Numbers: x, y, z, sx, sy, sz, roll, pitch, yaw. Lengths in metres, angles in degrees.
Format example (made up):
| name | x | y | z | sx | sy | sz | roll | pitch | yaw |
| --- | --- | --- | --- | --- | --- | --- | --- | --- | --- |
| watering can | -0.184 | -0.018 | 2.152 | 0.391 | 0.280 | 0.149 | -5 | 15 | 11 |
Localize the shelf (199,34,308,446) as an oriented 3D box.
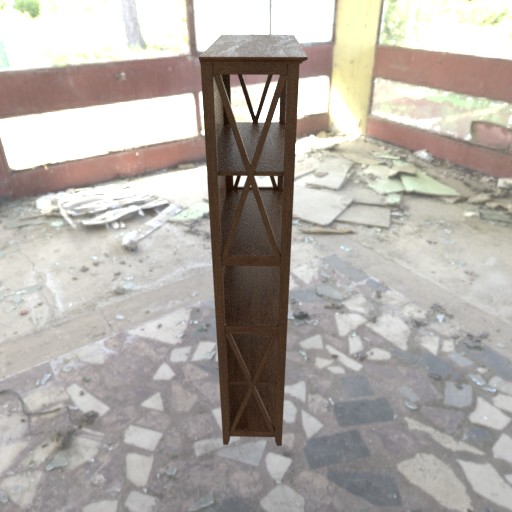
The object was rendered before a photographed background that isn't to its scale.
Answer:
| name | x | y | z | sx | sy | sz | roll | pitch | yaw |
| --- | --- | --- | --- | --- | --- | --- | --- | --- | --- |
| shelf | 0.000 | 0.000 | 2.193 | 0.335 | 1.905 | 0.805 | 1 | 31 | 1 |
